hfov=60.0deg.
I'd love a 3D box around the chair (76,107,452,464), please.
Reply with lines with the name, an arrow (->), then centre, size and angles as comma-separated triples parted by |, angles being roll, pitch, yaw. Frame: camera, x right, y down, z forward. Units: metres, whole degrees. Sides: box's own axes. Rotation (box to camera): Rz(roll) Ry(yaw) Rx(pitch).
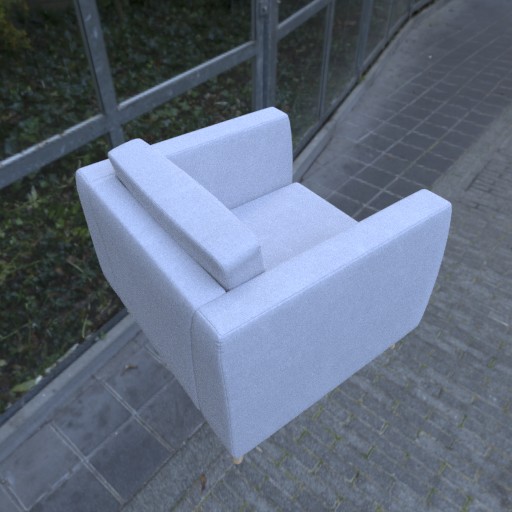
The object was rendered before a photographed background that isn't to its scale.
chair -> 0.000, 0.000, 1.696 | 0.930, 0.860, 1.000 | -27, 48, -26
